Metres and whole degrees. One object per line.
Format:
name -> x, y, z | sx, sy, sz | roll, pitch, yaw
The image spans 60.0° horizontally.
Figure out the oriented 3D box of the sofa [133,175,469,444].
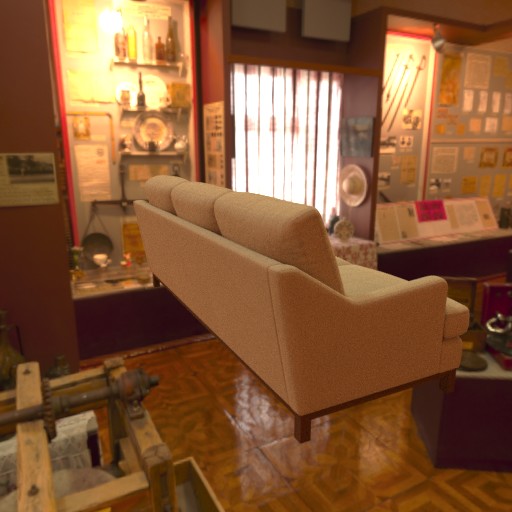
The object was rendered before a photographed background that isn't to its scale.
sofa -> 0.000, 0.000, 2.739 | 1.000, 0.913, 2.321 | -7, 15, -26
